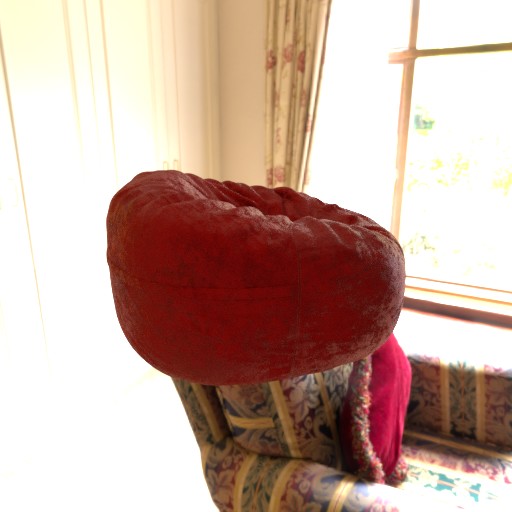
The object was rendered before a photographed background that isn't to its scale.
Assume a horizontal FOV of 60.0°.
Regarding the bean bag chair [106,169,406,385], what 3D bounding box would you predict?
[{"bbox_3d":[0.000,0.000,2.388,1.524,0.878,1.524,-2,17,-8],"label":"bean bag chair"}]
